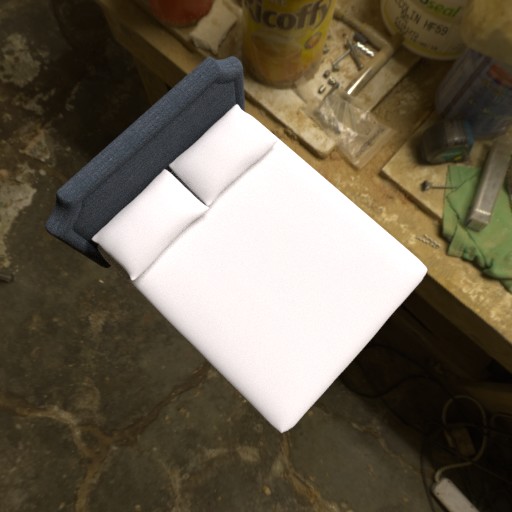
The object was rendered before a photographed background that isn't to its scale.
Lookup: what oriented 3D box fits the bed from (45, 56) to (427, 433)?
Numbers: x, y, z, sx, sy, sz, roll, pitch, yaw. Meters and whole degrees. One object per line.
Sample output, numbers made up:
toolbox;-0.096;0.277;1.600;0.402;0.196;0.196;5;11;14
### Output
bed;0.000;0.000;3.335;2.208;1.297;1.828;43;80;9
